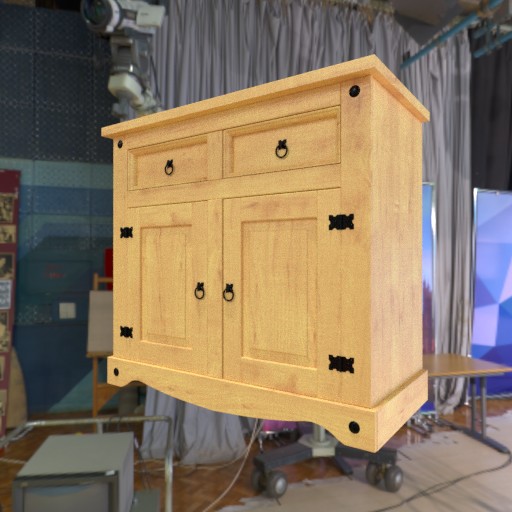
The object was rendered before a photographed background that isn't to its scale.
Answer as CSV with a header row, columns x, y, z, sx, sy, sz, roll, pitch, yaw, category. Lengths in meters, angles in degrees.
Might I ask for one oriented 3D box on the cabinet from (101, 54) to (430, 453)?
x,y,z,sx,sy,sz,roll,pitch,yaw,category
0.000,0.000,1.371,0.920,0.840,0.450,0,0,35,cabinet
